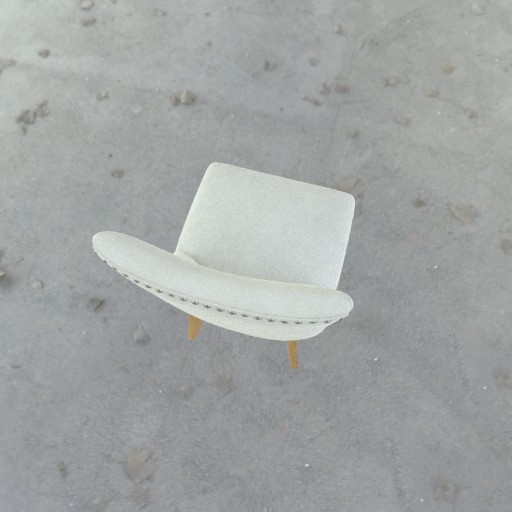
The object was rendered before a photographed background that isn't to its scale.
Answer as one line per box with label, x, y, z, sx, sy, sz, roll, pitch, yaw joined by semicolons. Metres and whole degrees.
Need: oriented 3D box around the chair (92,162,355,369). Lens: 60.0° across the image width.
chair;0.000;0.000;1.260;0.495;0.902;0.610;15;66;7
